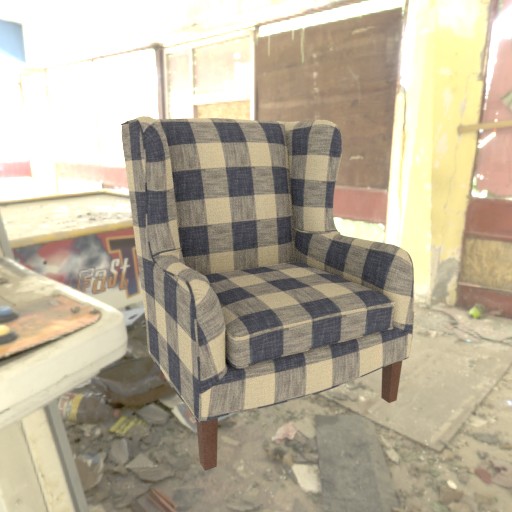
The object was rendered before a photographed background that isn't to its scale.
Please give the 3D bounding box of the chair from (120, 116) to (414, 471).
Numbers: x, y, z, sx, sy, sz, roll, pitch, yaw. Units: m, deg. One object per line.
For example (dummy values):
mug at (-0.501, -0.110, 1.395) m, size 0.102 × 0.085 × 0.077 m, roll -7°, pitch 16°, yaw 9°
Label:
chair at (0.000, 0.000, 1.707) m, size 0.830 × 1.041 × 0.889 m, roll -8°, pitch 17°, yaw -27°
